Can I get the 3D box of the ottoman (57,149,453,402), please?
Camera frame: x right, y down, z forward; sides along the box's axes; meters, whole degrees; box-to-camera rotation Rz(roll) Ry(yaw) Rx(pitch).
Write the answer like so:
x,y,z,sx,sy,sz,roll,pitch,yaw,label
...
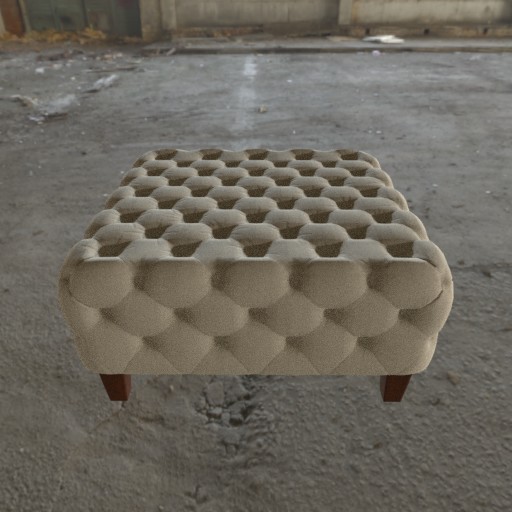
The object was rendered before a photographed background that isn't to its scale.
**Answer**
x,y,z,sx,sy,sz,roll,pitch,yaw,label
0.000,0.000,1.185,0.753,0.376,0.755,0,31,0,ottoman
